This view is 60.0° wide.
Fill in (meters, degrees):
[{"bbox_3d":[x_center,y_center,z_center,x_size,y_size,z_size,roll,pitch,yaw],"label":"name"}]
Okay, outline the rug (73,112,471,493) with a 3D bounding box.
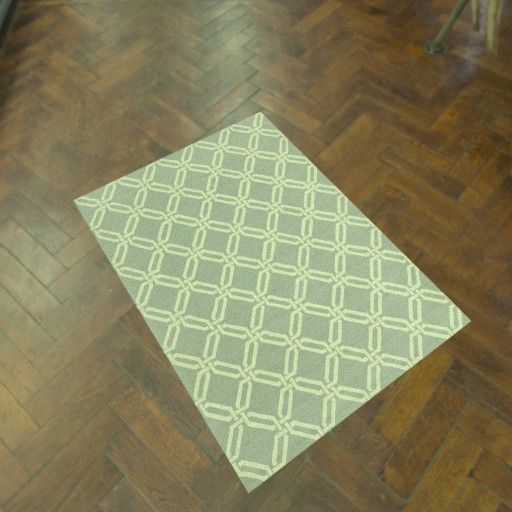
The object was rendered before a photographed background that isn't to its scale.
[{"bbox_3d":[0.000,0.000,4.383,2.438,0.013,3.353,-30,63,-17],"label":"rug"}]
